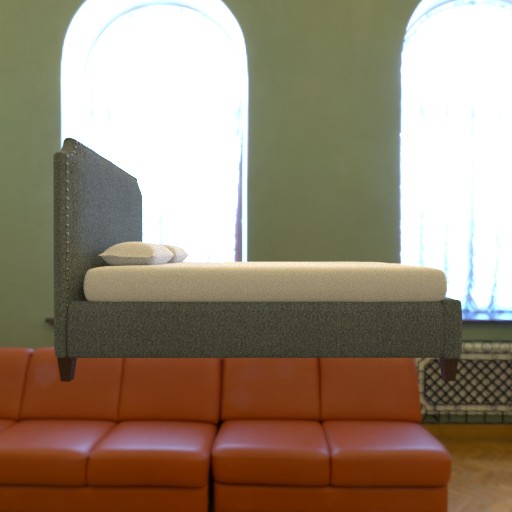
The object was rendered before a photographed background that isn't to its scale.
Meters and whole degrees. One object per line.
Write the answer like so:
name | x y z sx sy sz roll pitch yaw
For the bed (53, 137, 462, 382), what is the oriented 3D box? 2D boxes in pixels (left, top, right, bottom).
bed | 0.000 0.000 3.371 2.372 1.443 1.712 0 0 0
